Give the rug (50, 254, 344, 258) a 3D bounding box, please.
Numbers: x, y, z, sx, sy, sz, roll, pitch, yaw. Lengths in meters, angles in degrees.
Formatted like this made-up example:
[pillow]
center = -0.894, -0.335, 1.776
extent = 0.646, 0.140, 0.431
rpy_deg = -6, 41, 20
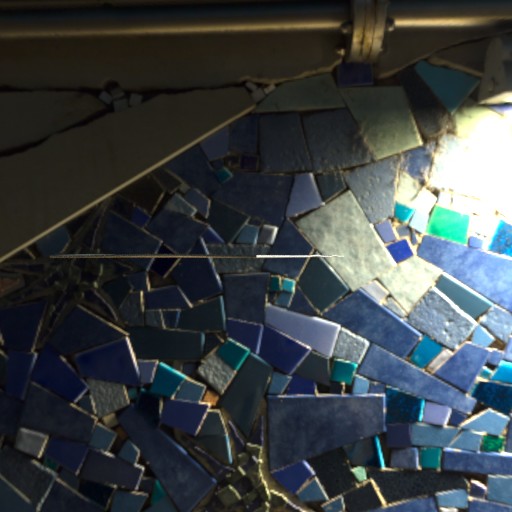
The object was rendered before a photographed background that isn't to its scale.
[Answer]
[rug]
center = 0.000, 0.000, 2.610
extent = 0.762, 0.013, 2.439
rpy_deg = 0, 0, 17
